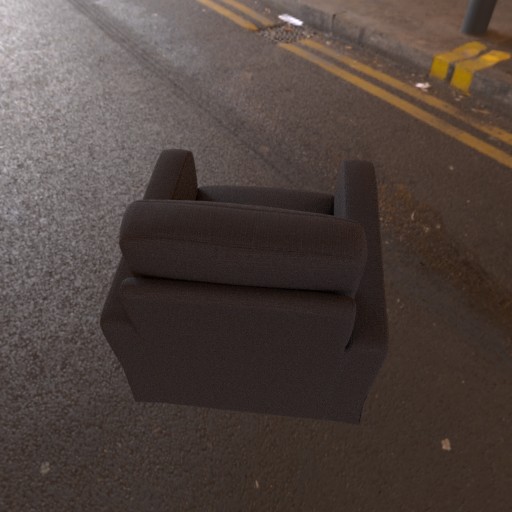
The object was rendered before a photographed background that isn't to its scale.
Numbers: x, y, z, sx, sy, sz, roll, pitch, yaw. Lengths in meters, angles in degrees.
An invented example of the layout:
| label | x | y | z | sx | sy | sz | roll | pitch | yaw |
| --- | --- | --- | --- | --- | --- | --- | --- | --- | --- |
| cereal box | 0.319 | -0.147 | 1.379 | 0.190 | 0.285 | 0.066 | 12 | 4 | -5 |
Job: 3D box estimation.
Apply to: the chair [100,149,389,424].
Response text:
| label | x | y | z | sx | sy | sz | roll | pitch | yaw |
| --- | --- | --- | --- | --- | --- | --- | --- | --- | --- |
| chair | 0.000 | 0.000 | 1.492 | 0.798 | 0.855 | 0.863 | 4 | 46 | 4 |
